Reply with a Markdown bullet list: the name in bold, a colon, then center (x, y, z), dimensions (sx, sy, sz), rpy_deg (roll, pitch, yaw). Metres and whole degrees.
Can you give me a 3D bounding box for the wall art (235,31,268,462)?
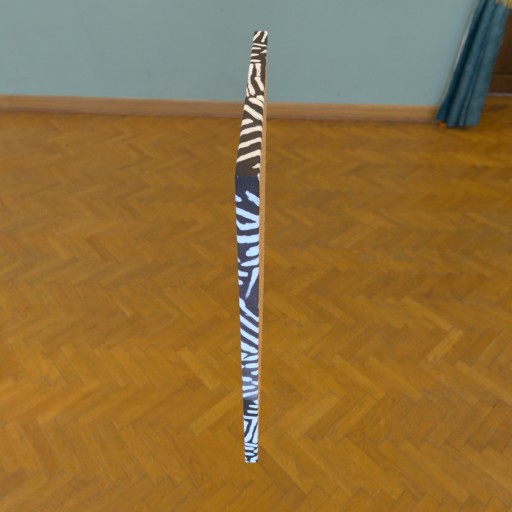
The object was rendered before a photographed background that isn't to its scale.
- **wall art**: center (0.000, 0.000, 1.302), dimensions (0.038, 1.017, 0.765), rpy_deg (1, 42, 2)
